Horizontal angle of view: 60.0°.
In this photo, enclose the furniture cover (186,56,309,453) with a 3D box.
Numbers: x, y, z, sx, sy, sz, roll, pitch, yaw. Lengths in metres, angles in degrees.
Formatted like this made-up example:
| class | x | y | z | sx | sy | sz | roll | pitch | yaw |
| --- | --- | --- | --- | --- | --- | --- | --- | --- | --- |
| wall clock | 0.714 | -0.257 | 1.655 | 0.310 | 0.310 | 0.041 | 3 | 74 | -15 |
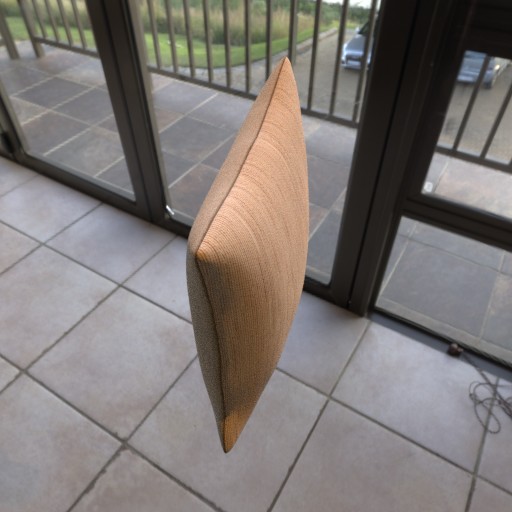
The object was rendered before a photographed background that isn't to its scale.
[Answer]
| class | x | y | z | sx | sy | sz | roll | pitch | yaw |
| --- | --- | --- | --- | --- | --- | --- | --- | --- | --- |
| furniture cover | 0.000 | 0.000 | 0.786 | 0.178 | 0.506 | 0.512 | 9 | 46 | 9 |
